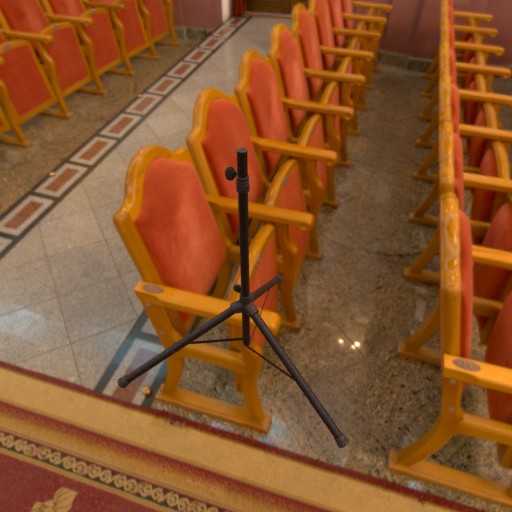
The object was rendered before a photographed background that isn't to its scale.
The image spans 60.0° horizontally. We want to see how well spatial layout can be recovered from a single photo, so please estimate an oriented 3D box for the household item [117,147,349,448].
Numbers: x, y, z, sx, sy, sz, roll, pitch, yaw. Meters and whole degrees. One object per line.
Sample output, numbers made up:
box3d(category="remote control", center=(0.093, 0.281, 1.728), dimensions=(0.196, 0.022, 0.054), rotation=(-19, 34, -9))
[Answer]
box3d(category="household item", center=(0.000, 0.000, 1.847), dimensions=(1.045, 1.136, 0.907), rotation=(12, 43, 13))
